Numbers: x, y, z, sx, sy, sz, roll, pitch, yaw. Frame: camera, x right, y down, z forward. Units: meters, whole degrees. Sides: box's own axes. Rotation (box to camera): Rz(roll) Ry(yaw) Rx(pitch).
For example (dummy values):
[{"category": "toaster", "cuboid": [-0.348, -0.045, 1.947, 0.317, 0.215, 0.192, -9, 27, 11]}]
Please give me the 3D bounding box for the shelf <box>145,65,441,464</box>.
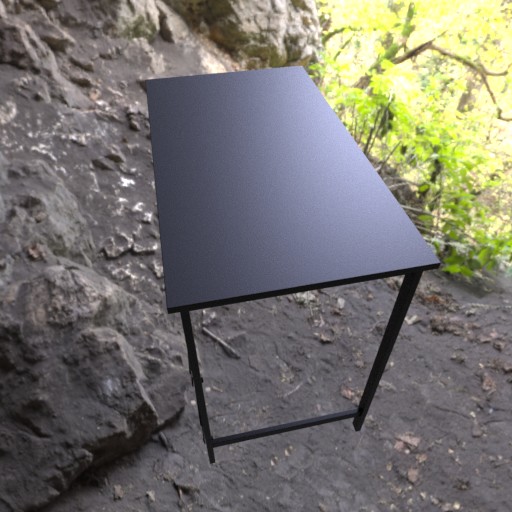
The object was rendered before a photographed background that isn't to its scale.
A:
[{"category": "shelf", "cuboid": [0.000, 0.000, 1.348, 0.498, 0.749, 0.902, -9, 46, -9]}]
